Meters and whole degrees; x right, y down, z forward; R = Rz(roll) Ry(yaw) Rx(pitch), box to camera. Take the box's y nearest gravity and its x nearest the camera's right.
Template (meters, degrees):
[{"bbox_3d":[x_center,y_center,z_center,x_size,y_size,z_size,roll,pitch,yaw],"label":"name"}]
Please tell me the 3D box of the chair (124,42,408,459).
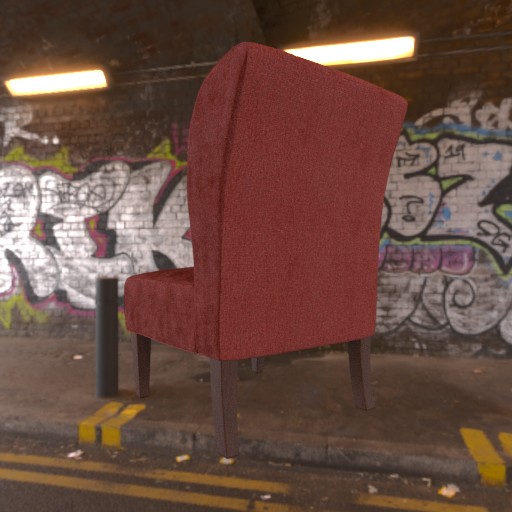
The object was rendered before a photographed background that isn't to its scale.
[{"bbox_3d":[0.000,0.000,1.242,0.538,0.846,0.640,0,1,-37],"label":"chair"}]
